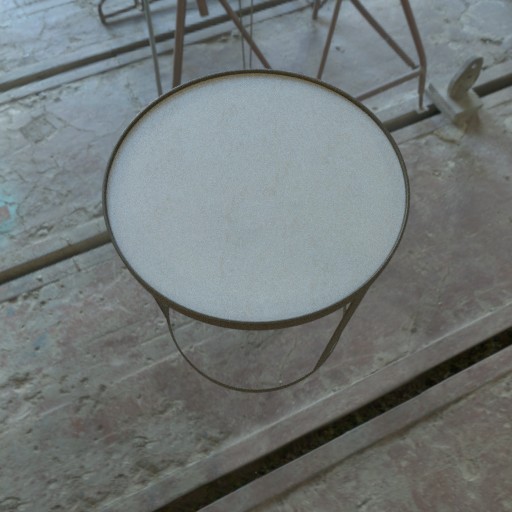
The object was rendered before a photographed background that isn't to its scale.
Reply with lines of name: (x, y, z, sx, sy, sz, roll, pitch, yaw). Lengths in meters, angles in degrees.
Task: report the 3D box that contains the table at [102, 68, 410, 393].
table: (0.000, 0.000, 0.950, 0.480, 0.565, 0.480, 0, 64, 0)
